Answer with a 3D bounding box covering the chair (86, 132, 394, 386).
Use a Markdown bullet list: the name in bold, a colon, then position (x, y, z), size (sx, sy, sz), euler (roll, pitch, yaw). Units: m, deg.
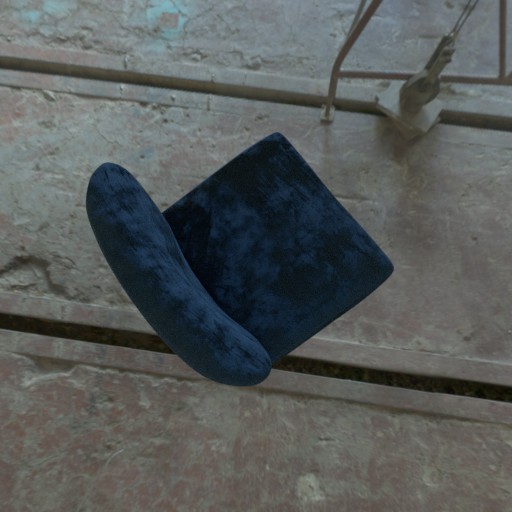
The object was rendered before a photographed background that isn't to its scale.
- **chair**: position (0.000, 0.000, 1.187), size (0.560, 0.824, 0.530), euler (-37, 79, -8)
